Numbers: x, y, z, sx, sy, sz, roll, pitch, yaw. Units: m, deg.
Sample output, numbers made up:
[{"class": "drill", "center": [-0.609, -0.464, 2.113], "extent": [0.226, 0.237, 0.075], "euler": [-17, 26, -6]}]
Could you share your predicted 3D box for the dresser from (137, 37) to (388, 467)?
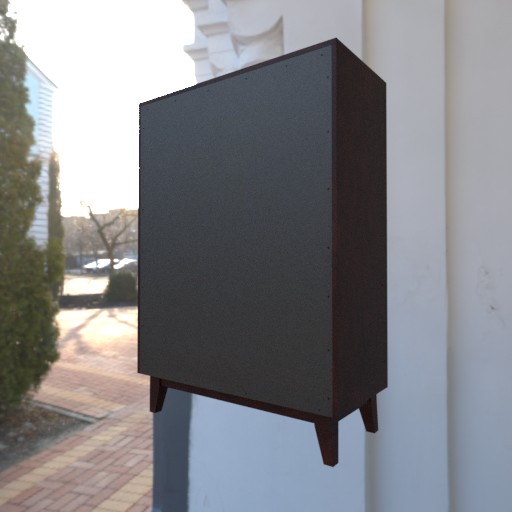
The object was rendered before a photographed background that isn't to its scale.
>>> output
[{"class": "dresser", "center": [0.000, 0.000, 2.061], "extent": [1.072, 1.514, 0.506], "euler": [-1, -1, 37]}]
